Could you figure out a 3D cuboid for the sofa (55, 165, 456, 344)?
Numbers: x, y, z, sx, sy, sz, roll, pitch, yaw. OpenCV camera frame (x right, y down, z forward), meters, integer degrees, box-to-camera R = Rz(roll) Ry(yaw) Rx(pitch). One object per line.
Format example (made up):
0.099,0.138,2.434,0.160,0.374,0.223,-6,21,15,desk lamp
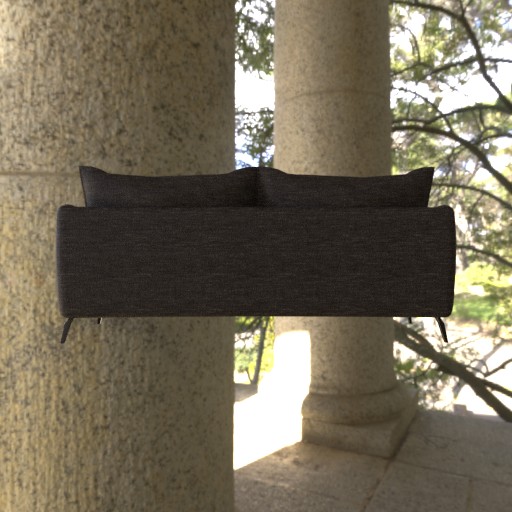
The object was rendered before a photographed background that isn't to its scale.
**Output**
0.000,0.000,2.462,2.019,0.843,0.807,0,-1,-1,sofa
